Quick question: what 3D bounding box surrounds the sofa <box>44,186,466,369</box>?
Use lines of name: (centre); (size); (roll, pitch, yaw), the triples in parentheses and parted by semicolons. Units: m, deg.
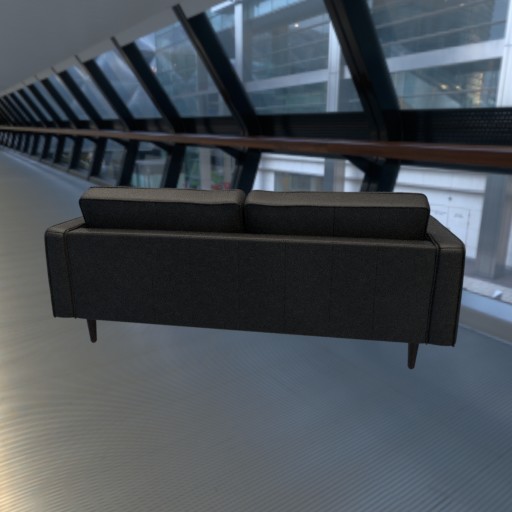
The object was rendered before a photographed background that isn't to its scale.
sofa: (0.000, 0.000, 2.363); (1.879, 0.770, 0.921); (3, 15, 9)
